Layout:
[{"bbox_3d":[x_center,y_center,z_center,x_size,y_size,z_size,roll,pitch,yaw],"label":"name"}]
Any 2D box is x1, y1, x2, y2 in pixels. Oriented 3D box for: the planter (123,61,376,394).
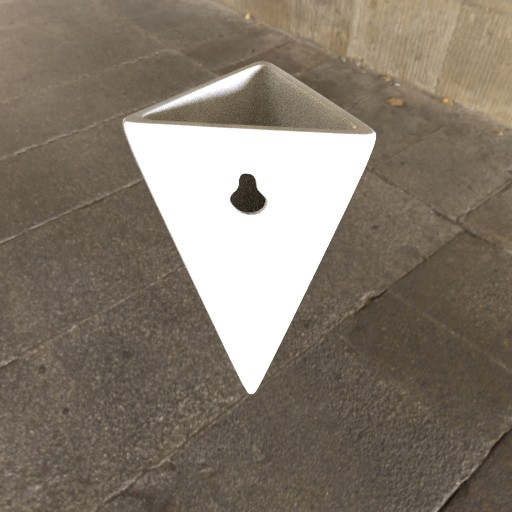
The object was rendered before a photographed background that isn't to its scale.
[{"bbox_3d":[0.000,0.000,0.280,0.101,0.224,0.081,4,47,4],"label":"planter"}]
